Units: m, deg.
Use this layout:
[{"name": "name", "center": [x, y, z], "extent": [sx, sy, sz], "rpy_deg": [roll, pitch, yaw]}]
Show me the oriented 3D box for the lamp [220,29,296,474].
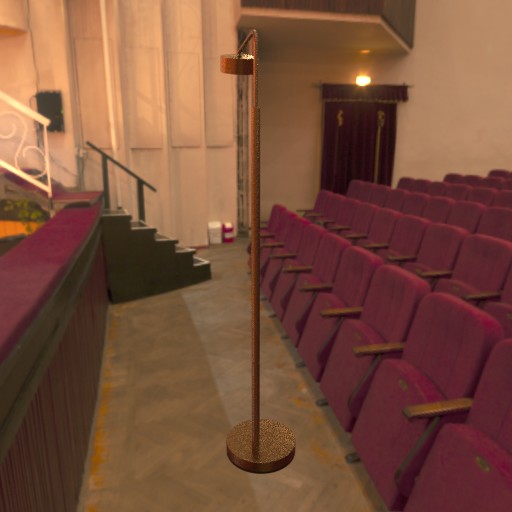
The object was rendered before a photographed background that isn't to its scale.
[{"name": "lamp", "center": [0.000, 0.000, 1.369], "extent": [0.219, 1.230, 0.418], "rpy_deg": [-2, 14, -9]}]
